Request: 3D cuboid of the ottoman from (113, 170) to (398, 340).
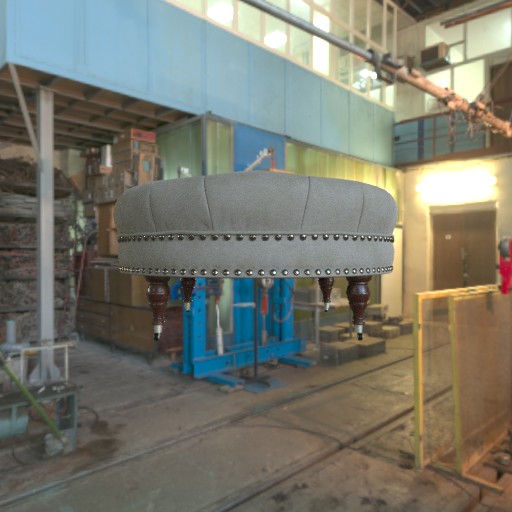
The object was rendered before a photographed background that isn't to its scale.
[{"bbox_3d":[0.000,0.000,1.435,0.901,0.439,0.901,0,0,0],"label":"ottoman"}]
